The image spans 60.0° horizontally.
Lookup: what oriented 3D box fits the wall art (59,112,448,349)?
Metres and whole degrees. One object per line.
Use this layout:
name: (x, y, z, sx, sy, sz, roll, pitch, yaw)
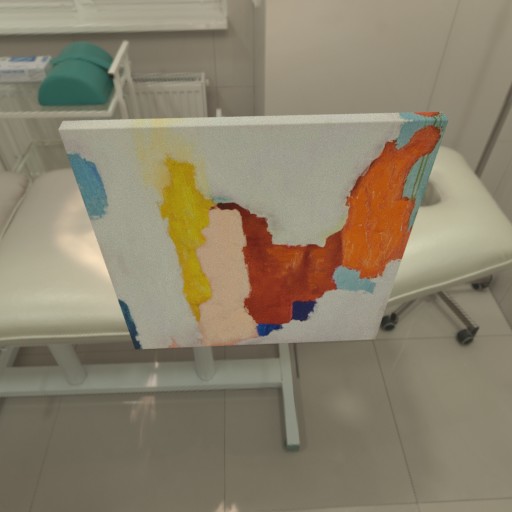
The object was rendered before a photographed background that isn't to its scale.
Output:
wall art: (0.000, 0.000, 1.223, 0.814, 0.814, 0.037, -2, 45, -2)
